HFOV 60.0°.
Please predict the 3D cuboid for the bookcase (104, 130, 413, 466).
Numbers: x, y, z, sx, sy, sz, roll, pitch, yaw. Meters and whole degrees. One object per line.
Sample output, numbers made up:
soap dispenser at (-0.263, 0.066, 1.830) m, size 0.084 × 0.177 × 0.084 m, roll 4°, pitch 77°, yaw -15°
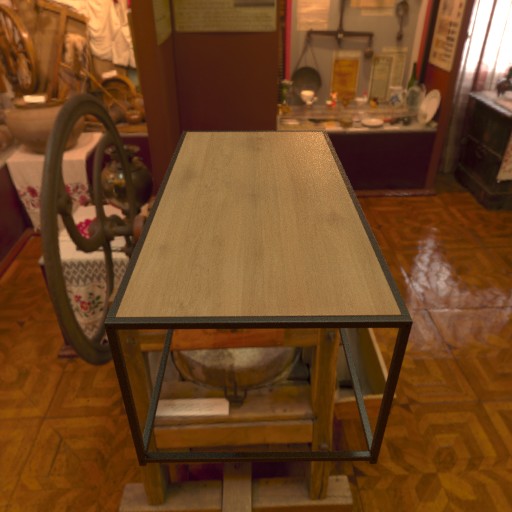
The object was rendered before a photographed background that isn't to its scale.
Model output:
bookcase at (0.000, 0.000, 1.242) m, size 0.500 × 0.400 × 1.000 m, roll 0°, pitch 33°, yaw 0°
